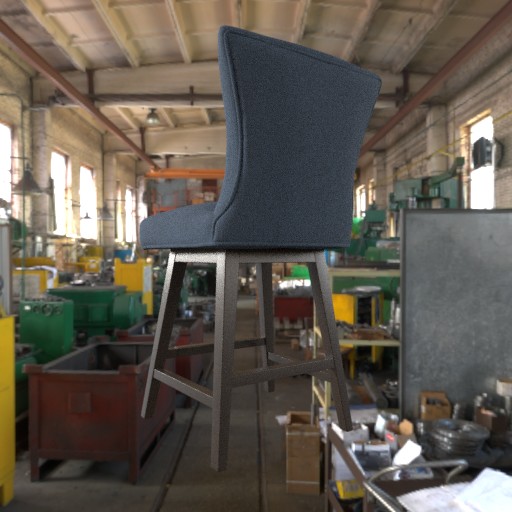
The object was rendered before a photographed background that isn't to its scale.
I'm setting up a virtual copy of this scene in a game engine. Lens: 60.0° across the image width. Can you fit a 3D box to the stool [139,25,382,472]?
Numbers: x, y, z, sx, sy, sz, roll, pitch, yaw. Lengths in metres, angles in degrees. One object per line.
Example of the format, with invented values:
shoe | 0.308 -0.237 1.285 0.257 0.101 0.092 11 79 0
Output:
stool | 0.000 0.000 1.284 0.514 1.000 0.574 0 0 -34
